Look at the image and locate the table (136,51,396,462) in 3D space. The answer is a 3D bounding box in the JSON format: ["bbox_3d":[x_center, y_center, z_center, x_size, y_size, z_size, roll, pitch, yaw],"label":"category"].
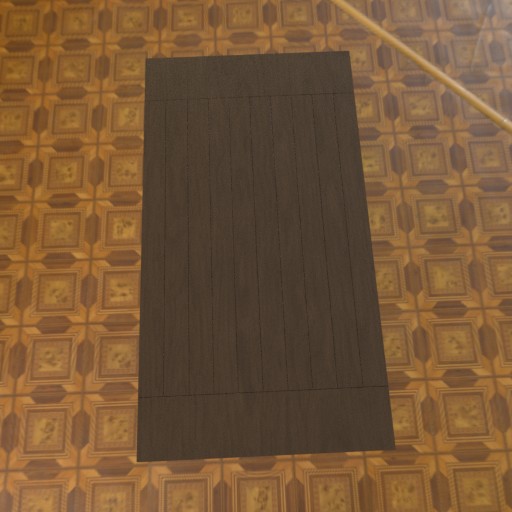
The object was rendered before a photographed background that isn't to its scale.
[{"bbox_3d":[0.000,0.000,1.371,0.600,0.494,1.062,-2,75,-1],"label":"table"}]
